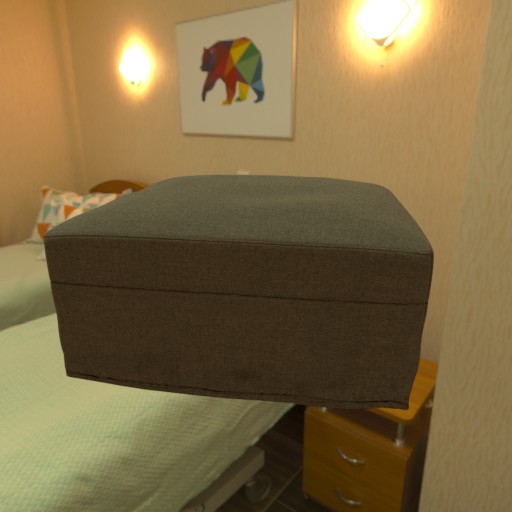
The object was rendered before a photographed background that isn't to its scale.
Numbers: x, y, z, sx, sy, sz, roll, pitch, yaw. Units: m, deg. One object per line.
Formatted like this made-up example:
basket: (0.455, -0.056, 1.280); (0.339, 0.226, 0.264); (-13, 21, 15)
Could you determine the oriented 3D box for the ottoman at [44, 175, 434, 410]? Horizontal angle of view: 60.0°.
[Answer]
ottoman: (0.000, 0.000, 1.330); (0.840, 0.436, 0.843); (3, 18, 9)
